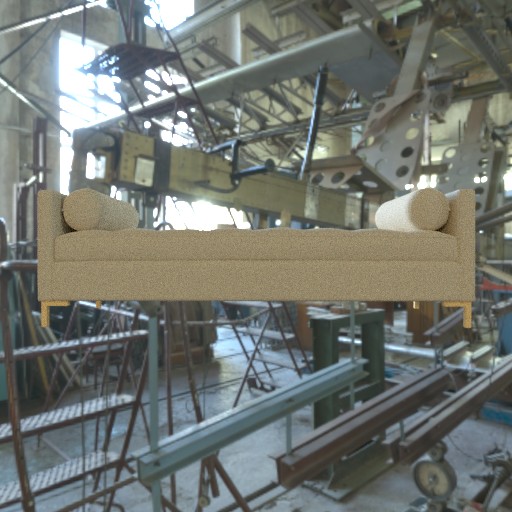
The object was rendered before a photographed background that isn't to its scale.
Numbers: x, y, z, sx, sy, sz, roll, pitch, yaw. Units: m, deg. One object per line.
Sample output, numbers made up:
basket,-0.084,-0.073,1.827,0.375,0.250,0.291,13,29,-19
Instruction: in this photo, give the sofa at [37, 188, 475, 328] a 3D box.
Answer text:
sofa,0.000,0.000,2.348,1.985,0.641,0.746,0,1,1
